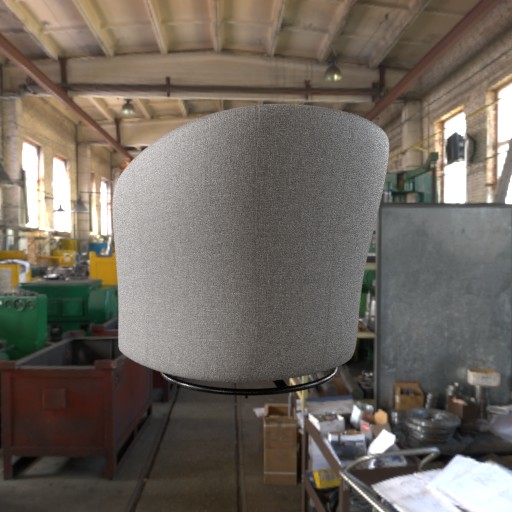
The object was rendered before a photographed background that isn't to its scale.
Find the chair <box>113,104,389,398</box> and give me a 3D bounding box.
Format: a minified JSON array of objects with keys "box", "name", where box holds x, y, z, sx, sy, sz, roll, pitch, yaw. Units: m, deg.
[{"box":[0.000,0.000,1.469,0.791,0.771,0.815,-1,1,-37],"name":"chair"}]
